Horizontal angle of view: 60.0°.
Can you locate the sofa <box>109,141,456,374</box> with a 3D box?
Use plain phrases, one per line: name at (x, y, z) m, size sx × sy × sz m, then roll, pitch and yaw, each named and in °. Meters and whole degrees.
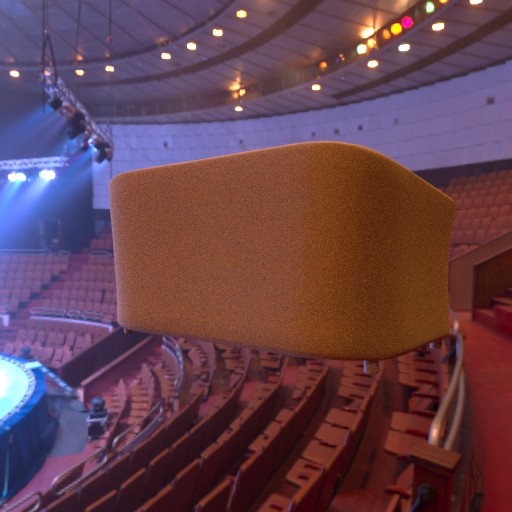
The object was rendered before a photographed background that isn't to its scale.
sofa at (0.000, 0.000, 1.892) m, size 1.452 × 0.721 × 0.705 m, roll 0°, pitch 1°, yaw 36°
